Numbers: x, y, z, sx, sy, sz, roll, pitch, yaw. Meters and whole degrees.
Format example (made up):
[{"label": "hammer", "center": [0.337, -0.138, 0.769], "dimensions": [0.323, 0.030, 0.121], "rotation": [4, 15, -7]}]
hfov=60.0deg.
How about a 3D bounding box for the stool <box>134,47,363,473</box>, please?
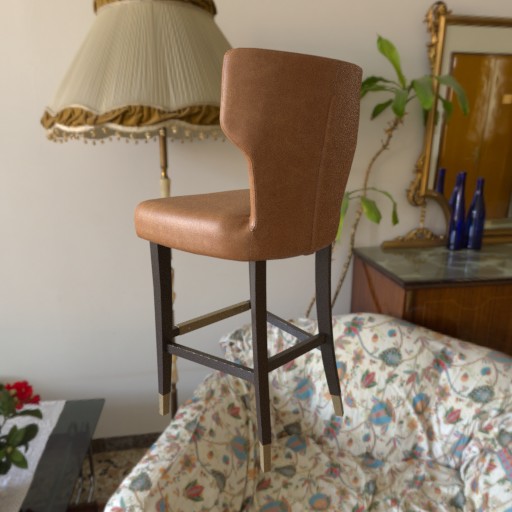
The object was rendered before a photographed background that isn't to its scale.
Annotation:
[{"label": "stool", "center": [0.000, 0.000, 1.375], "dimensions": [0.563, 1.092, 0.526], "rotation": [14, 20, 43]}]
